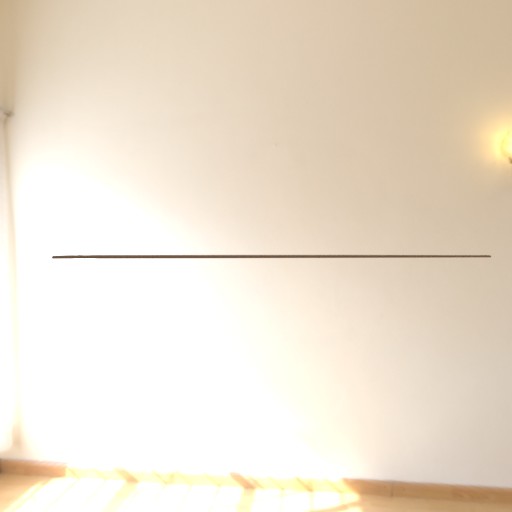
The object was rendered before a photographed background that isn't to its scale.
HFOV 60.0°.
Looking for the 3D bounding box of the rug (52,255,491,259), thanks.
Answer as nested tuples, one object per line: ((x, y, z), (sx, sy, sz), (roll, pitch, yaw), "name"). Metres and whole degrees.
((0.000, 0.000, 2.881), (2.260, 0.013, 1.600), (0, 0, -18), "rug")
